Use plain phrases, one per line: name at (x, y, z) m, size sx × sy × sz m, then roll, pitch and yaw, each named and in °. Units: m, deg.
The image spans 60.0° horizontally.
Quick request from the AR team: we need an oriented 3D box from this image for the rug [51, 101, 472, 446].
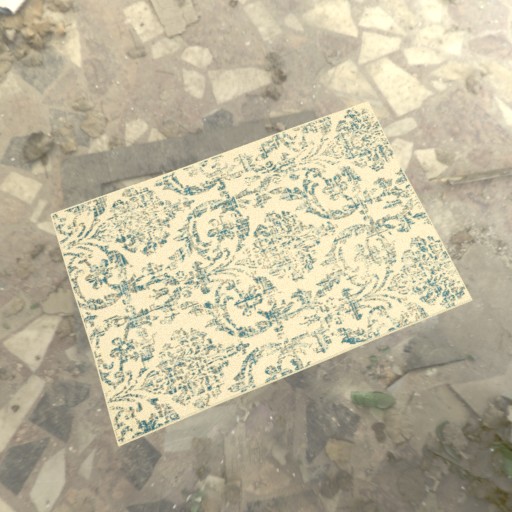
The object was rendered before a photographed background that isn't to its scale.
rug at (0.000, 0.000, 2.256) m, size 1.831 × 0.012 × 1.213 m, roll -21°, pitch 76°, yaw -5°
